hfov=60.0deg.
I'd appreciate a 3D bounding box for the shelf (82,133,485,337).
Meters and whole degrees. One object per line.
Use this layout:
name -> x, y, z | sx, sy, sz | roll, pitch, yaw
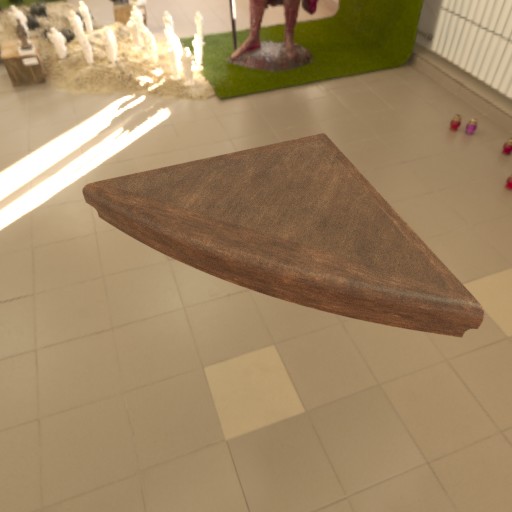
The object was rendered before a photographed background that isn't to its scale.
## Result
shelf -> 0.000, 0.000, 0.458 | 0.310, 0.050, 0.310 | -15, 48, -14
